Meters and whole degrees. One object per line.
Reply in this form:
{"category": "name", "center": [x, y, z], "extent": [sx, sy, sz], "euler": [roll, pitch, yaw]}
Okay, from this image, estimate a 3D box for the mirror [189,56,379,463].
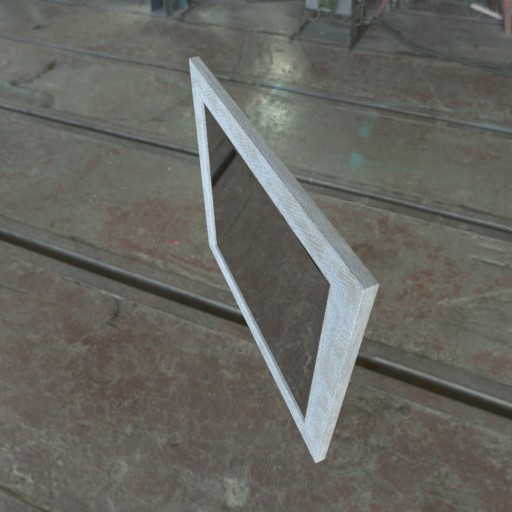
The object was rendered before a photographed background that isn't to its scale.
{"category": "mirror", "center": [0.000, 0.000, 1.133], "extent": [0.028, 0.689, 0.839], "euler": [-17, 49, -15]}
